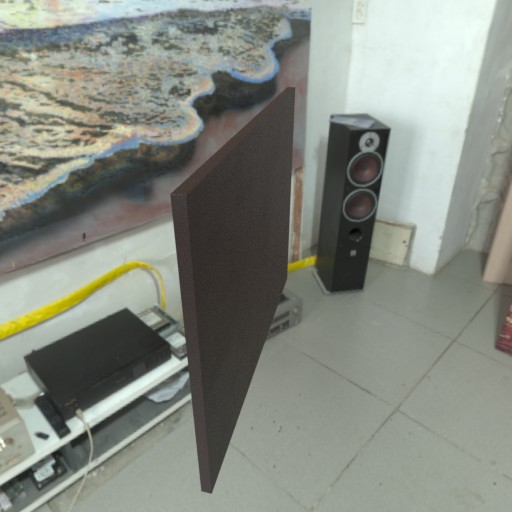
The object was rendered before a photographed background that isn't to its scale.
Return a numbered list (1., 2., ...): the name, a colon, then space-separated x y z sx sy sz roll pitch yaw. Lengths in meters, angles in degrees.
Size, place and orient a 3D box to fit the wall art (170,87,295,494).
1. wall art: 0.000 0.000 1.587 0.034 0.952 1.207 7 31 12
